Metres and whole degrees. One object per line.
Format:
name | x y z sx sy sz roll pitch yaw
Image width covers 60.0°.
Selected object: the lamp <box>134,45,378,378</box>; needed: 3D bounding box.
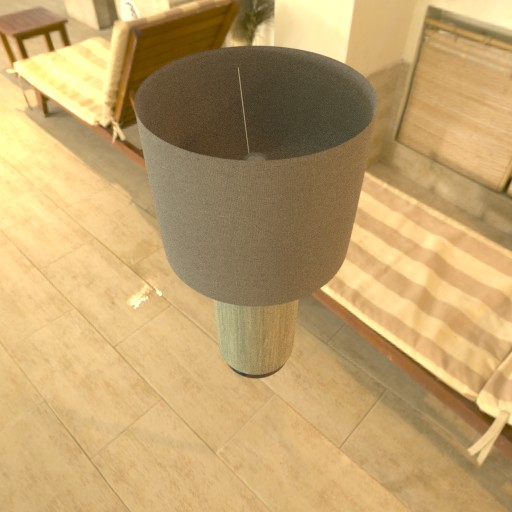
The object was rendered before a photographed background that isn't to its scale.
lamp | 0.000 0.000 0.578 0.228 0.444 0.228 -32 54 -27
